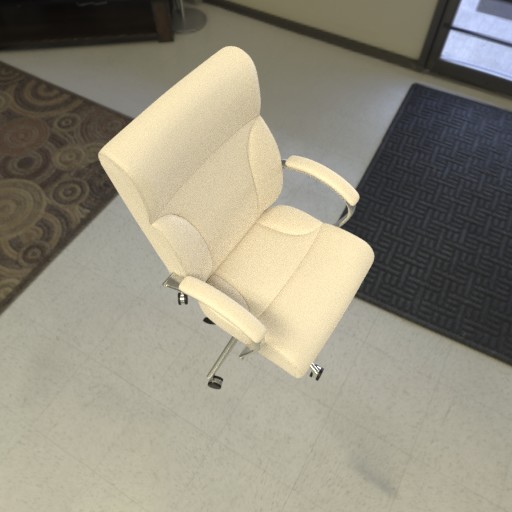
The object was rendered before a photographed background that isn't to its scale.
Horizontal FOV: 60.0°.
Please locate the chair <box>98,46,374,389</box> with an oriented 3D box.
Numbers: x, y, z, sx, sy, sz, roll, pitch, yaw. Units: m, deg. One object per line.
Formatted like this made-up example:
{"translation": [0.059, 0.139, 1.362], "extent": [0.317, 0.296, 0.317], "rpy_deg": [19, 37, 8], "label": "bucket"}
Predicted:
{"translation": [0.000, 0.000, 1.569], "extent": [0.745, 1.099, 0.727], "rpy_deg": [29, 62, 17], "label": "chair"}
